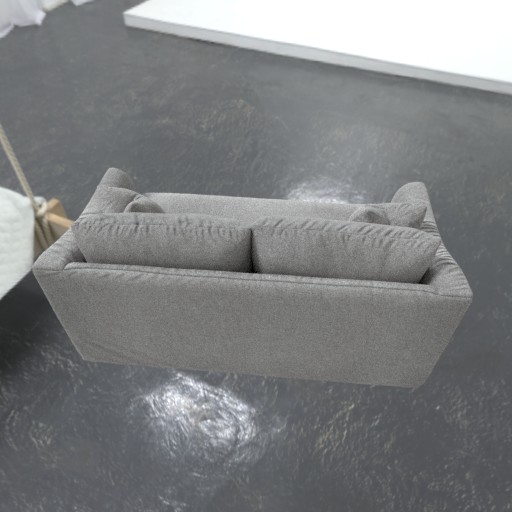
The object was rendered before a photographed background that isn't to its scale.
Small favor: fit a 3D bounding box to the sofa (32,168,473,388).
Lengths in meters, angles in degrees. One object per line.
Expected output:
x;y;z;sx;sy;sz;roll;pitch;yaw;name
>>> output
0.000;0.000;2.583;2.010;1.018;1.072;4;46;3;sofa
